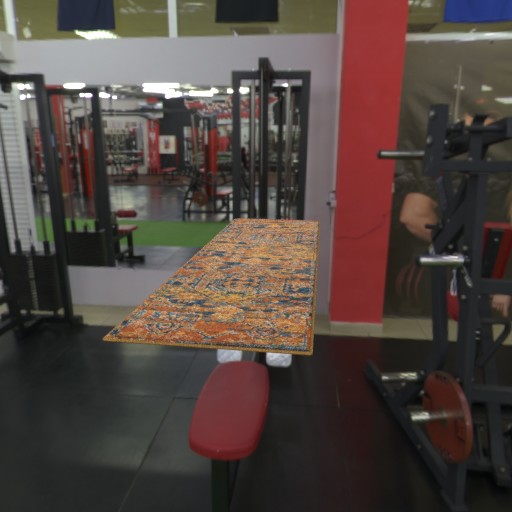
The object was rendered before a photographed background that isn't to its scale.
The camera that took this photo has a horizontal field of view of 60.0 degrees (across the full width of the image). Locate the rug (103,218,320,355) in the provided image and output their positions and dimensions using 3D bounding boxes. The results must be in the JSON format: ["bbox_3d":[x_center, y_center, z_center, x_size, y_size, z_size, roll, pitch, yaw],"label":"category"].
[{"bbox_3d":[0.000,0.000,2.004,0.556,0.013,1.820,2,15,8],"label":"rug"}]
